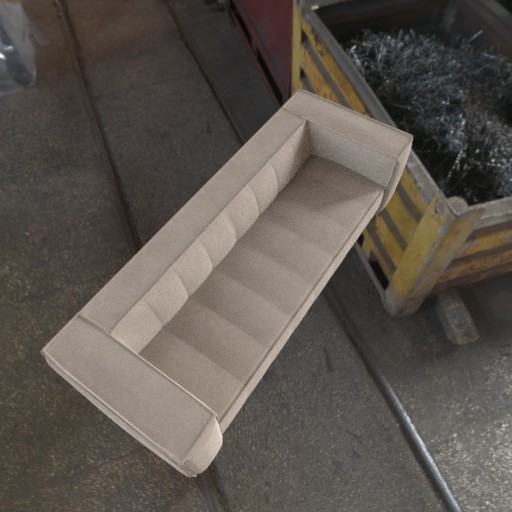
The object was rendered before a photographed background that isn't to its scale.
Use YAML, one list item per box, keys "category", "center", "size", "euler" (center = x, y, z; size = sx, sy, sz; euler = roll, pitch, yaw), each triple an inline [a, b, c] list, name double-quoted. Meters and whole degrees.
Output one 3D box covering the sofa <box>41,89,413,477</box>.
- category: "sofa"
  center: [0.000, 0.000, 3.057]
  size: [1.038, 0.680, 2.697]
  euler: [30, 63, 18]
